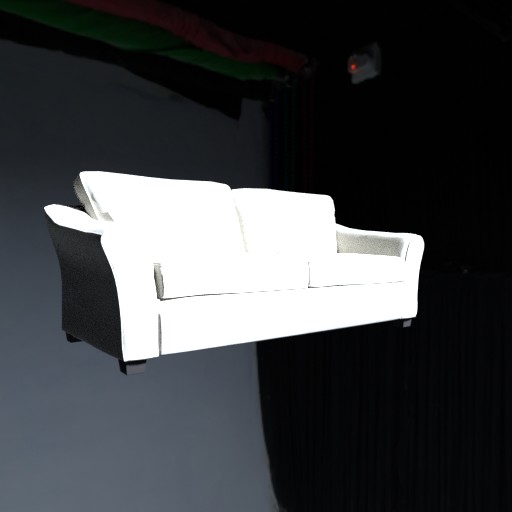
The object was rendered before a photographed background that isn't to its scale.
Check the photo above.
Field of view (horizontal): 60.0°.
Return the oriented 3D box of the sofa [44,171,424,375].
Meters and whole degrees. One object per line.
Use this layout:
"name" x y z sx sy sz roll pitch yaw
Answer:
"sofa" 0.000 0.000 2.765 2.270 0.965 0.980 -1 1 -37
